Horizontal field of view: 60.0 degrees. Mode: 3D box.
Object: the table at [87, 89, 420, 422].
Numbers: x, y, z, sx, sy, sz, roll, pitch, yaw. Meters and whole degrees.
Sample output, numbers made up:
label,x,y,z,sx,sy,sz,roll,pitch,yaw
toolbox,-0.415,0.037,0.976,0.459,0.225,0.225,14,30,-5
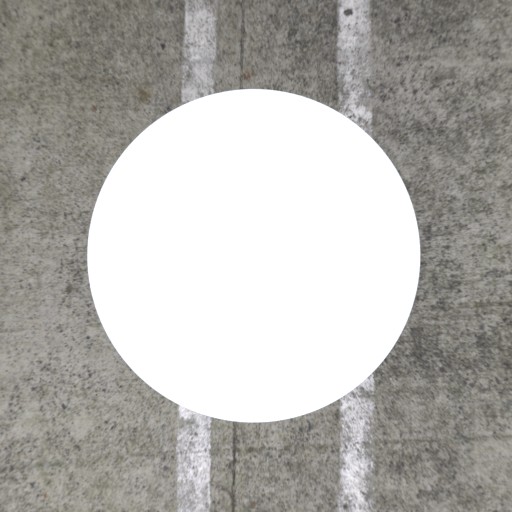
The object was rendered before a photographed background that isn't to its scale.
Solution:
label,x,y,z,sx,sy,sz,roll,pitch,yaw
table,0.000,0.000,0.995,0.600,0.400,0.600,0,90,3
